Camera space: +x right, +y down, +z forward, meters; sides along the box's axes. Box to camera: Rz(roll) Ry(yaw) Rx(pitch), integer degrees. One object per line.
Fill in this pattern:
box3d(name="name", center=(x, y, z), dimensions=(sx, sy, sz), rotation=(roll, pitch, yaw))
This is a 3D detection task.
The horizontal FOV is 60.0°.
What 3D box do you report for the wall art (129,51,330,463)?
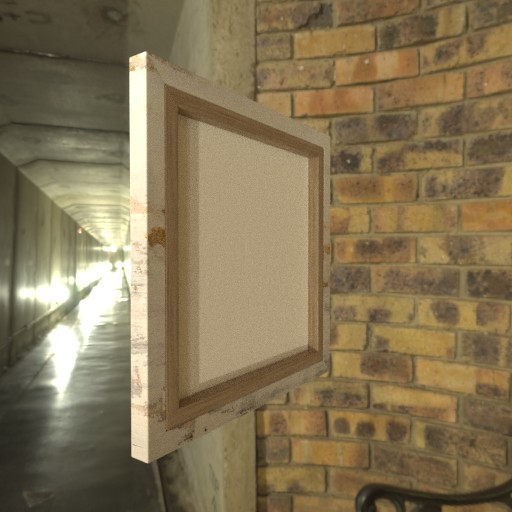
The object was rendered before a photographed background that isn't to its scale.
box3d(name="wall art", center=(0.000, 0.000, 0.917), dimensions=(0.040, 0.613, 0.611), rotation=(1, 1, 35))
